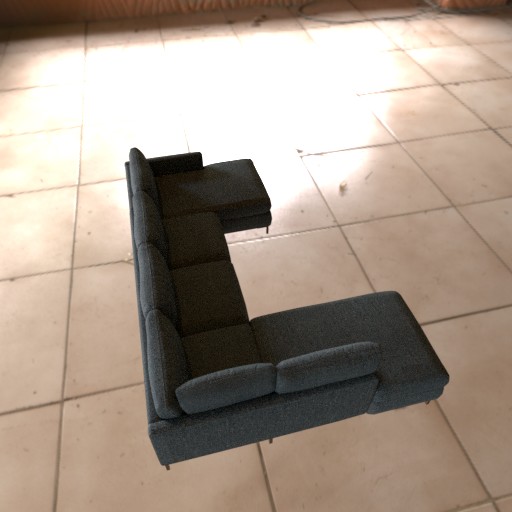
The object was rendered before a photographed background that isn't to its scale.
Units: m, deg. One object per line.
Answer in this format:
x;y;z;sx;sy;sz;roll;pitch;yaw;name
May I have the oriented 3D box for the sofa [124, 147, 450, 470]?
0.000;0.000;3.554;1.879;0.753;2.737;-10;46;-10;sofa
